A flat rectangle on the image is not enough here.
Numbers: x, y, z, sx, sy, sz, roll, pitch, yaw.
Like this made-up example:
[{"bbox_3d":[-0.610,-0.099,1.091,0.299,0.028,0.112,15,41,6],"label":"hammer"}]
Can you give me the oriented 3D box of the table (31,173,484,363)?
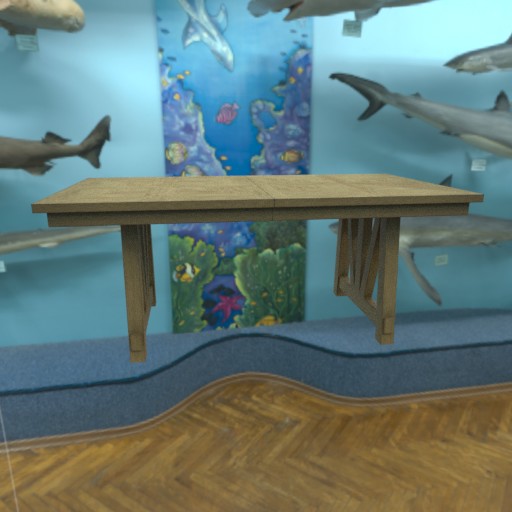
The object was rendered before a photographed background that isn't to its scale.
[{"bbox_3d":[0.000,0.000,2.406,1.881,0.768,1.016,-2,16,-8],"label":"table"}]
